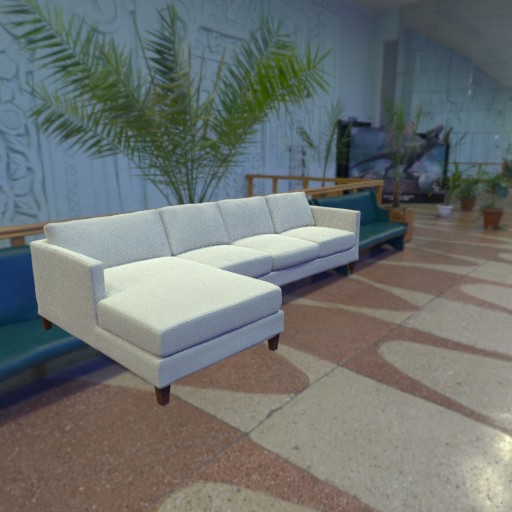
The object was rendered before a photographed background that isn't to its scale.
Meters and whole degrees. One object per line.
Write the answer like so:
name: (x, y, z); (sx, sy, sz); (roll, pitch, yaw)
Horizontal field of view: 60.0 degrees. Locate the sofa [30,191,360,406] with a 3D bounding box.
sofa: (0.000, 0.000, 3.907); (1.625, 0.861, 3.186); (12, 18, 42)
